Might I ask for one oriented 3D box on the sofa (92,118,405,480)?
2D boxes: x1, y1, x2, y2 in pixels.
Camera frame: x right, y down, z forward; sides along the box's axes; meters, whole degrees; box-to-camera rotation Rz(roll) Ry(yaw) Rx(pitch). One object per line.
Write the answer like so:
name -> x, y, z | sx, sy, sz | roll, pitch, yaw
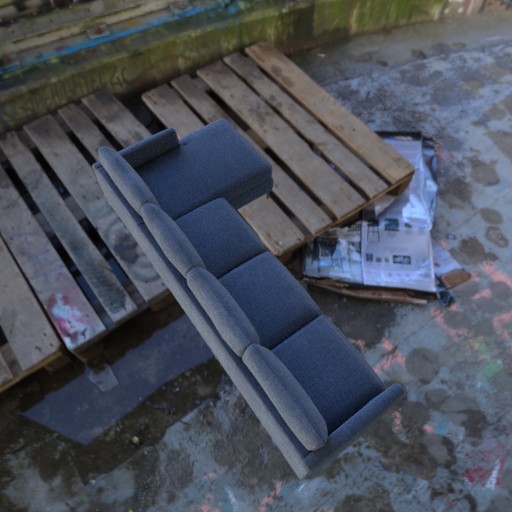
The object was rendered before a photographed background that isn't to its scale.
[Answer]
sofa -> 0.000, 0.000, 3.475 | 1.350, 0.810, 2.932 | -31, 64, -18
